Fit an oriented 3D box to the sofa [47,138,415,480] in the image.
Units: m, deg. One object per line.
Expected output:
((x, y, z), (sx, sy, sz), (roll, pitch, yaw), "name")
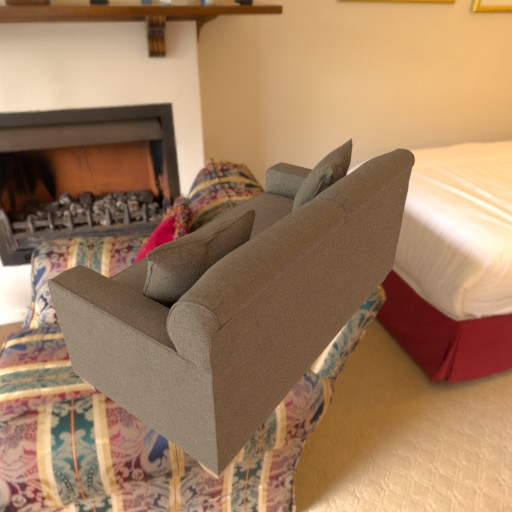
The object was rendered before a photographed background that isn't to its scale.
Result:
((0.000, 0.000, 2.393), (1.000, 0.958, 1.846), (21, 37, 30), "sofa")
